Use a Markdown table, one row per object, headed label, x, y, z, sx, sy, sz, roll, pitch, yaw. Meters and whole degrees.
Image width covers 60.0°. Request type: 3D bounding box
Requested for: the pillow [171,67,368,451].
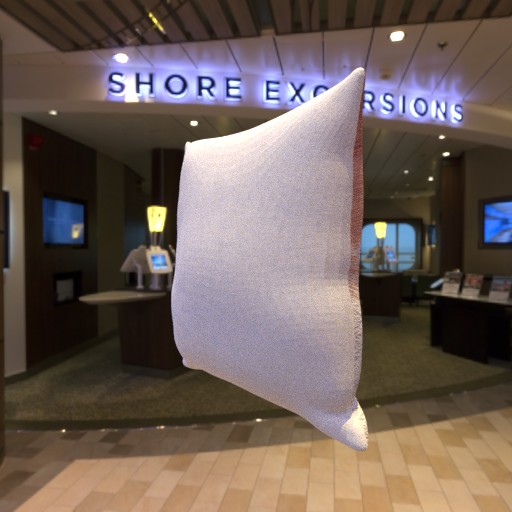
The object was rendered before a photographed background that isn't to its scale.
| label | x | y | z | sx | sy | sz | roll | pitch | yaw |
| --- | --- | --- | --- | --- | --- | --- | --- | --- | --- |
| pillow | 0.000 | 0.000 | 0.678 | 0.182 | 0.441 | 0.440 | -1 | 2 | -37 |
